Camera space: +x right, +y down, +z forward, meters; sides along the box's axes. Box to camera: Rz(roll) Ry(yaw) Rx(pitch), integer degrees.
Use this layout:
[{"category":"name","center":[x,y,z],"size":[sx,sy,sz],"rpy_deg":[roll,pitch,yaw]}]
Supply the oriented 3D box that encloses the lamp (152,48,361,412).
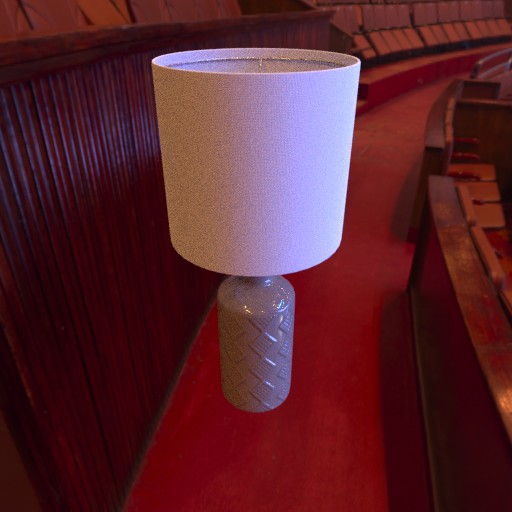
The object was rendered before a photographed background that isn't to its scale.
[{"category":"lamp","center":[0.000,0.000,0.562],"size":[0.207,0.461,0.207],"rpy_deg":[2,30,3]}]
